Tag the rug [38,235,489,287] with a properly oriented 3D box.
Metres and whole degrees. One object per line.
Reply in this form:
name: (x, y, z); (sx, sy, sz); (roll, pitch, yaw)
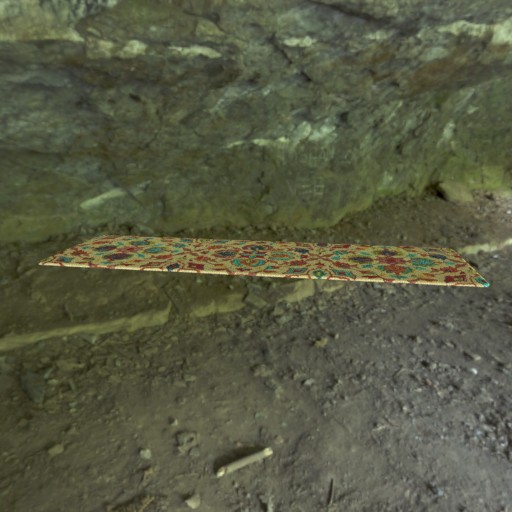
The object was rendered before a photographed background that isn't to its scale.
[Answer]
rug: (0.000, 0.000, 2.513); (2.273, 0.016, 0.693); (2, 15, 9)
